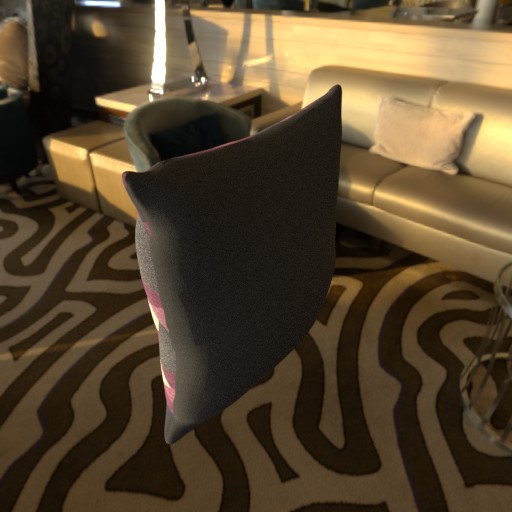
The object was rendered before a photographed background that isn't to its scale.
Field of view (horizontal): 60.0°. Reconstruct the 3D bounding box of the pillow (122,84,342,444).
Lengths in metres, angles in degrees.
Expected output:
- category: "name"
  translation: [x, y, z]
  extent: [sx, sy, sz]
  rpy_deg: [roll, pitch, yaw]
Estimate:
- category: "pillow"
  translation: [0.000, 0.000, 0.777]
  extent: [0.208, 0.496, 0.503]
  rpy_deg: [23, 40, 30]
